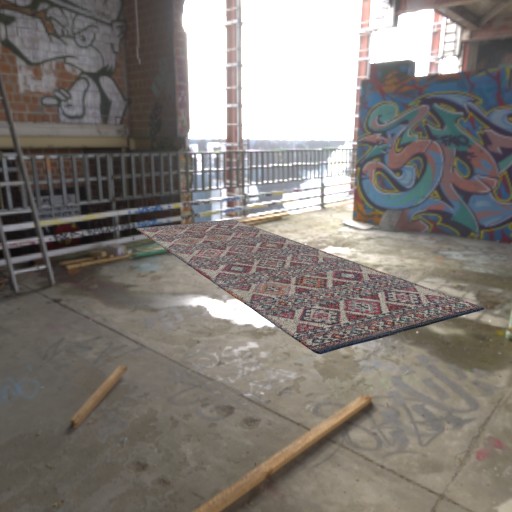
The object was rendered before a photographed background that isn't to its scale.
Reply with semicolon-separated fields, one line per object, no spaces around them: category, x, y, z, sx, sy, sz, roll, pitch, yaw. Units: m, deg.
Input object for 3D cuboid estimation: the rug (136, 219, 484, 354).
rug;0.000;0.000;2.600;0.832;0.008;2.362;-8;17;-28
